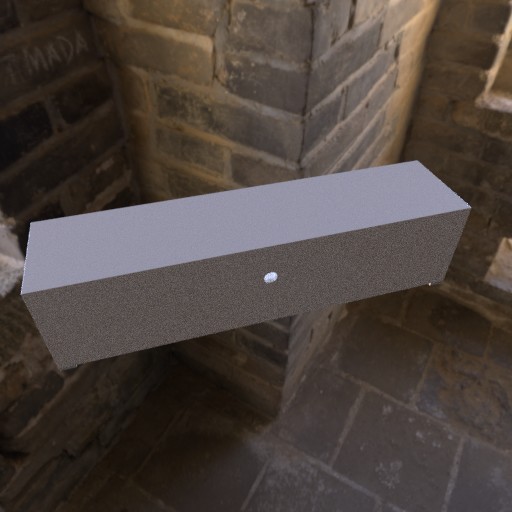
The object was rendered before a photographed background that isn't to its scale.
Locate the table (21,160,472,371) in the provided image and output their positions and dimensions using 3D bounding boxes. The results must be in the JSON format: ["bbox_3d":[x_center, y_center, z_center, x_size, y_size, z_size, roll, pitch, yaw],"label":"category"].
[{"bbox_3d":[0.000,0.000,1.842,1.650,0.420,0.390,-11,43,-12],"label":"table"}]
